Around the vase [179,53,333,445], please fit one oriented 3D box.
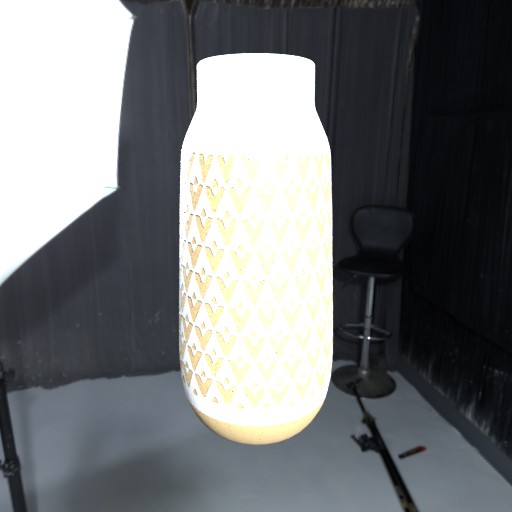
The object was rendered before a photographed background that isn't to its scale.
[{"bbox_3d":[0.000,0.000,0.381,0.137,0.307,0.137,0,15,0],"label":"vase"}]
